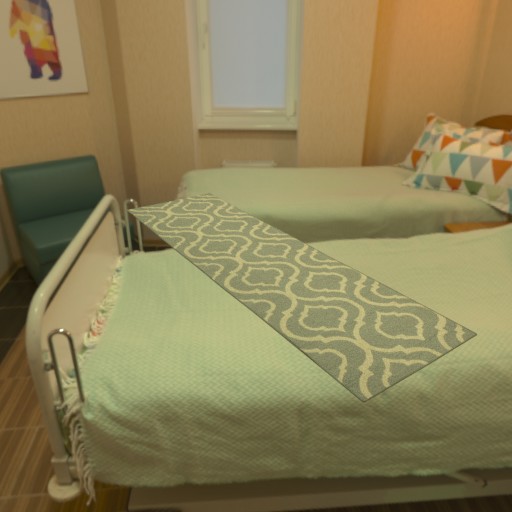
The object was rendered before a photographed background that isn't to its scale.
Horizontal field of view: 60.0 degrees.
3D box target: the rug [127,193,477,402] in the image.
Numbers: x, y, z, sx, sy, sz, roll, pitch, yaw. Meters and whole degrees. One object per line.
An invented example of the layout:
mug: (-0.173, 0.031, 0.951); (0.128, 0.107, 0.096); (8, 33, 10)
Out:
rug: (0.000, 0.000, 2.514); (0.684, 0.009, 2.275); (-17, 31, -31)
